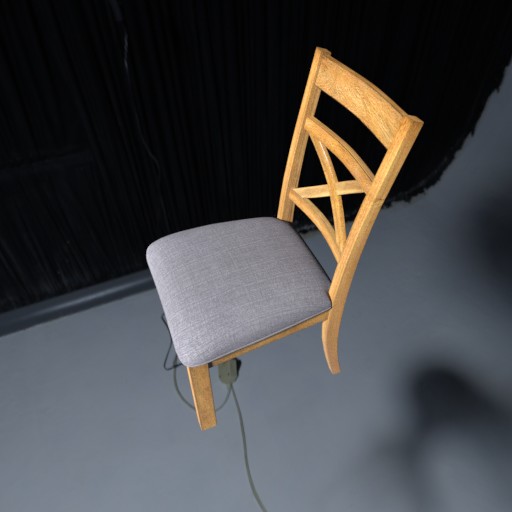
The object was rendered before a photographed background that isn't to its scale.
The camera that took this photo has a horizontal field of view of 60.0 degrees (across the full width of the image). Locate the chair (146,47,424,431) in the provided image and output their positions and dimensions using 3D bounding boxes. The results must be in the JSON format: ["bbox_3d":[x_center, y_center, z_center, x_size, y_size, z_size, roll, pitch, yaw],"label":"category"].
[{"bbox_3d":[0.000,0.000,1.271,0.581,0.949,0.470,-16,48,-15],"label":"chair"}]
